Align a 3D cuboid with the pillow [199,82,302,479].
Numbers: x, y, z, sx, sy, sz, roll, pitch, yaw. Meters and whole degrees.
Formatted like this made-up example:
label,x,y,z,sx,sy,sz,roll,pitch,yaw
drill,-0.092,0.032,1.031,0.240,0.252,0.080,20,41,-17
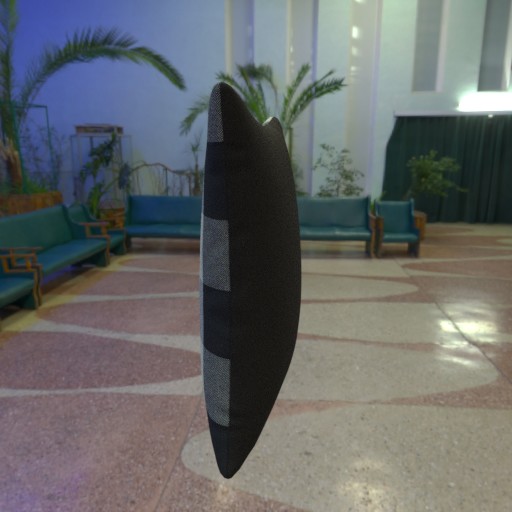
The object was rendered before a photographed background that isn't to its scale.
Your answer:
label,x,y,z,sx,sy,sz,roll,pitch,yaw
pillow,0.000,0.000,0.785,0.161,0.509,0.511,2,13,9
